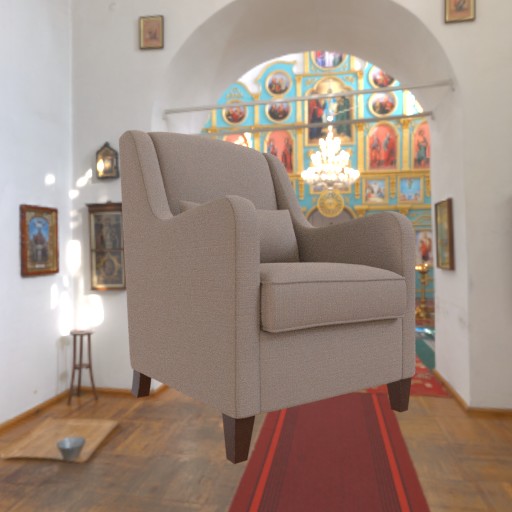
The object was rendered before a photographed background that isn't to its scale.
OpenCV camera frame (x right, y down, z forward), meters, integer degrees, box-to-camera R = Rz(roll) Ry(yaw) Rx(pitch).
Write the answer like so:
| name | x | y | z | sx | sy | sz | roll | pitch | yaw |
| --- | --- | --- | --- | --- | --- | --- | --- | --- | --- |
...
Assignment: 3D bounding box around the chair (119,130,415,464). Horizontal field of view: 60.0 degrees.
| name | x | y | z | sx | sy | sz | roll | pitch | yaw |
| --- | --- | --- | --- | --- | --- | --- | --- | --- | --- |
| chair | 0.000 | 0.000 | 1.584 | 0.715 | 1.017 | 0.896 | 0 | -1 | -35 |
